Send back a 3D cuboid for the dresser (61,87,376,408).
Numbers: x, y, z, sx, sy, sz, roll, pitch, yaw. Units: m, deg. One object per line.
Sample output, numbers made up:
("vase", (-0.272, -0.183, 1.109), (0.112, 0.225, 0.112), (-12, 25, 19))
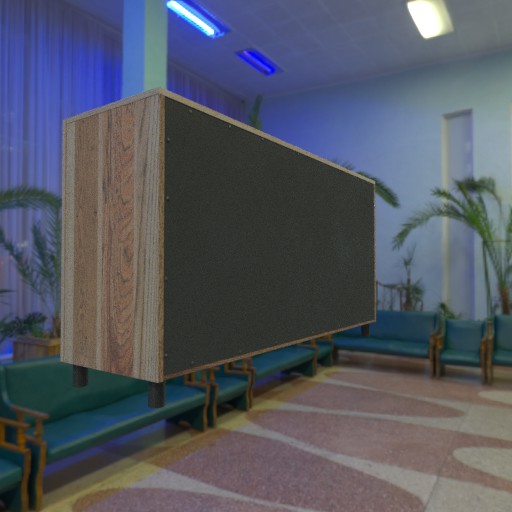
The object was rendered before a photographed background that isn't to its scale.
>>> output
("dresser", (0.000, 0.000, 1.902), (0.487, 0.834, 1.547), (-1, -2, 35))
